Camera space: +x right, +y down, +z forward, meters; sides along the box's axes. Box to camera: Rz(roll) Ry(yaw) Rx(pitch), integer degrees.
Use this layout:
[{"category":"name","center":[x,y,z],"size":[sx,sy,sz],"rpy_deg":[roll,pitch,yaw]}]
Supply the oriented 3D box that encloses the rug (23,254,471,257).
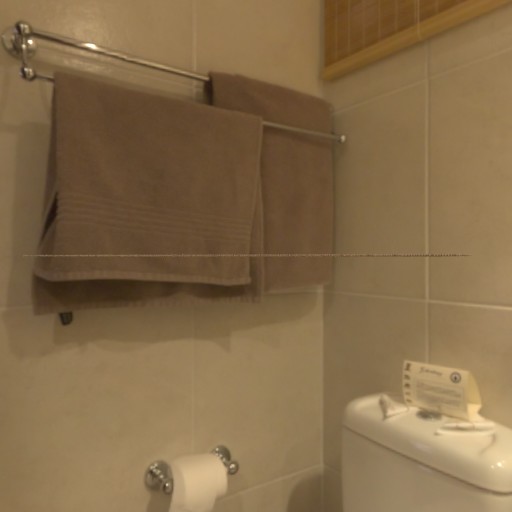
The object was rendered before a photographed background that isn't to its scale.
[{"category":"rug","center":[0.000,0.000,2.986],"size":[2.427,0.007,1.515],"rpy_deg":[0,0,18]}]
